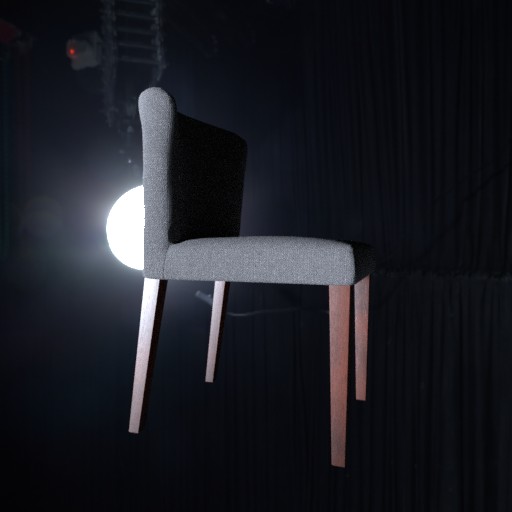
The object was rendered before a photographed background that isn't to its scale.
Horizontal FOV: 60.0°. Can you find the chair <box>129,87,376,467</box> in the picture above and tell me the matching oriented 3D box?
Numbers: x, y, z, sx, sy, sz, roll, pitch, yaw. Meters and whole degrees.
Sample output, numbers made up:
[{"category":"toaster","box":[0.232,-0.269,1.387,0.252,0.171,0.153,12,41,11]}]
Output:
[{"category":"chair","box":[0.000,0.000,1.176,0.589,0.839,0.491,1,2,20]}]
